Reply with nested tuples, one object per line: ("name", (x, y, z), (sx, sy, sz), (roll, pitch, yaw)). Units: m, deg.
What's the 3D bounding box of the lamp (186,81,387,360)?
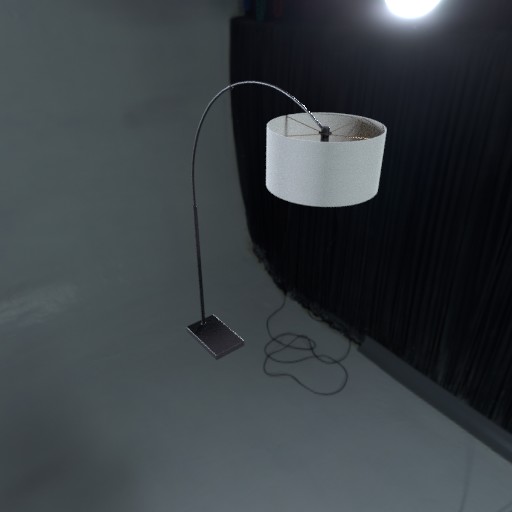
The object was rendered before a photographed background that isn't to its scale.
("lamp", (0.000, 0.000, 2.591), (0.493, 1.927, 1.424), (-22, 37, -33))
